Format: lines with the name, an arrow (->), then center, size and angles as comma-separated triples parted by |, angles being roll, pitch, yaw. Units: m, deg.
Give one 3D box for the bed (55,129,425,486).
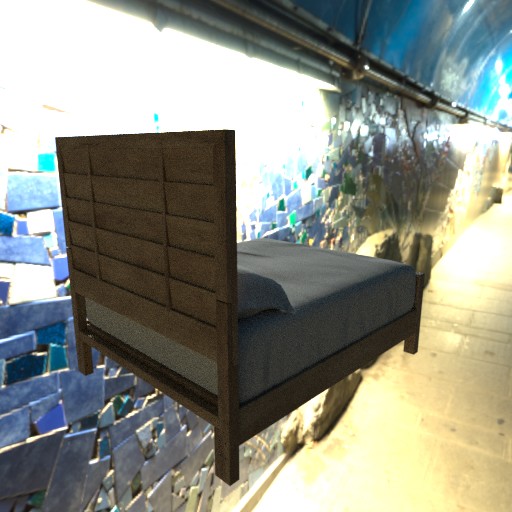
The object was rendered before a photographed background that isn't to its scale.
bed -> 0.000, 0.000, 3.156 | 1.615, 1.631, 2.017 | 13, 19, 43
